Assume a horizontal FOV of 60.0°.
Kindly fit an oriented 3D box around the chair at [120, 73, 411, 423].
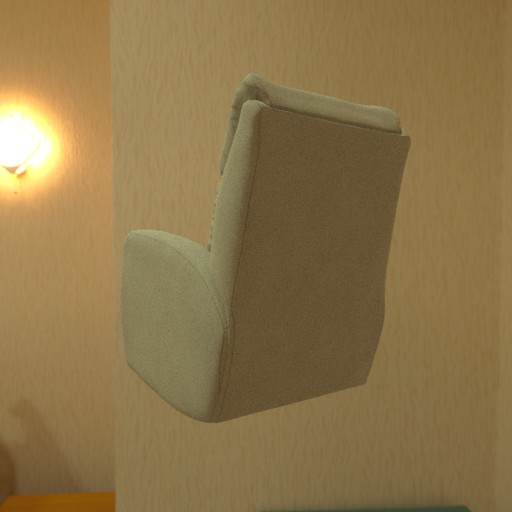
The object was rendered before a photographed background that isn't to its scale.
[{"bbox_3d":[0.000,0.000,1.672,0.794,1.021,0.940,-1,2,-34],"label":"chair"}]
